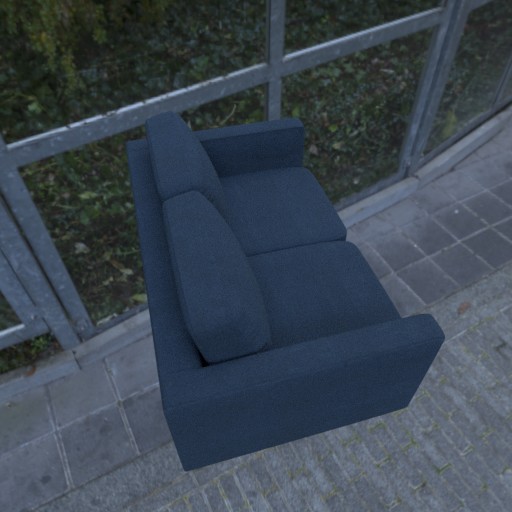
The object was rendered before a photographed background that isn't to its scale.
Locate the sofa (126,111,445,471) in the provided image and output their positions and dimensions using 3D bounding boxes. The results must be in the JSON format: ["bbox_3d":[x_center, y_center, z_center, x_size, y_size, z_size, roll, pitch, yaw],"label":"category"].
[{"bbox_3d":[0.000,0.000,2.080,0.999,0.930,1.518,-11,48,-11],"label":"sofa"}]
